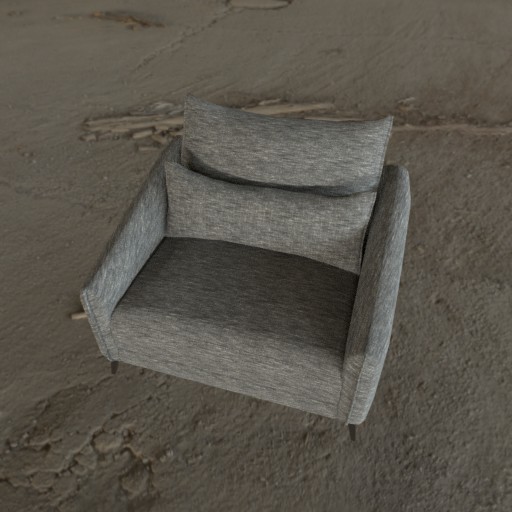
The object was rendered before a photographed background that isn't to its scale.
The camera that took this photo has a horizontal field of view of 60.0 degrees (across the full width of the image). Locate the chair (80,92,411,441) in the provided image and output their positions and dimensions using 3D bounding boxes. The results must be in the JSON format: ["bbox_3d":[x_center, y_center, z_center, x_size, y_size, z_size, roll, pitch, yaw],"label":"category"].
[{"bbox_3d":[0.000,0.000,1.594,1.004,0.842,0.805,11,42,13],"label":"chair"}]
